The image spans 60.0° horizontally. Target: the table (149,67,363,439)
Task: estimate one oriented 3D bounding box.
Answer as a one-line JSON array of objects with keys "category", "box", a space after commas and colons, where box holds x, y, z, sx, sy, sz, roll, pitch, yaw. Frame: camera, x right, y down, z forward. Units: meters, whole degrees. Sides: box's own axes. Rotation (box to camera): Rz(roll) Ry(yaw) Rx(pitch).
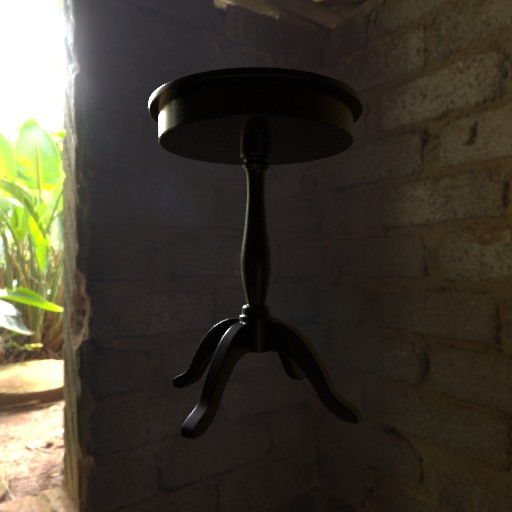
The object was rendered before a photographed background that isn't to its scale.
[{"category": "table", "box": [0.000, 0.000, 1.014, 0.481, 0.665, 0.481, 0, 0, 0]}]
